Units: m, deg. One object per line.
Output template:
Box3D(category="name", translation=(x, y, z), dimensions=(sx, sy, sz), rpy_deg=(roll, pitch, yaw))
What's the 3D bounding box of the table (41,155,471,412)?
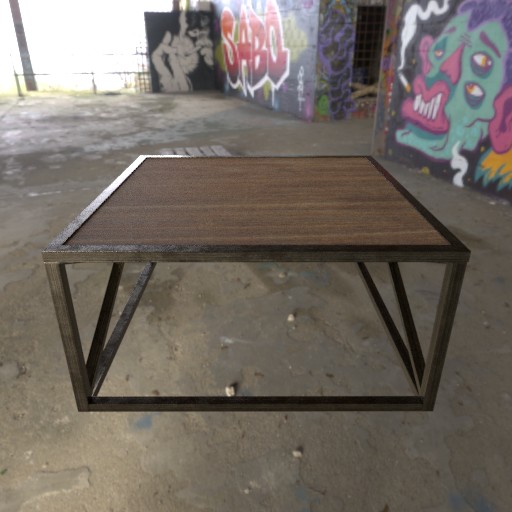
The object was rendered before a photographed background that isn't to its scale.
Box3D(category="table", translation=(0.000, 0.000, 1.439), dimensions=(0.909, 0.451, 0.899), rpy_deg=(0, 25, 0))
